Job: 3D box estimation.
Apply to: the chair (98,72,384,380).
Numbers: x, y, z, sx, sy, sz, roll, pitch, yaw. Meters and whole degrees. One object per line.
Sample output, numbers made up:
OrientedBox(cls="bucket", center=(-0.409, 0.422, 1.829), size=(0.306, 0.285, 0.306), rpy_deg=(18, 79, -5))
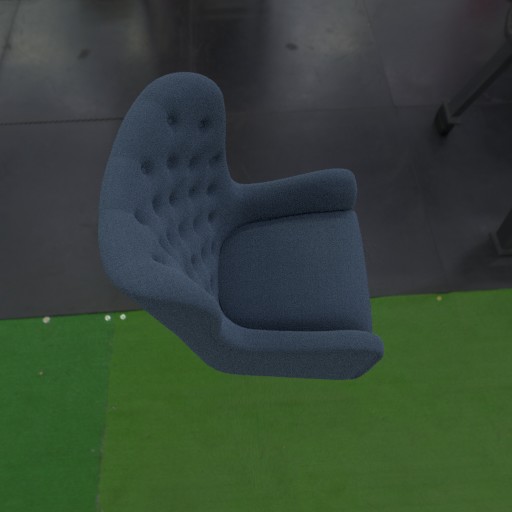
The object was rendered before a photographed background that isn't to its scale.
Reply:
OrientedBox(cls="chair", center=(0.000, 0.000, 1.734), size=(0.930, 1.079, 0.831), rpy_deg=(-1, 61, 0))
